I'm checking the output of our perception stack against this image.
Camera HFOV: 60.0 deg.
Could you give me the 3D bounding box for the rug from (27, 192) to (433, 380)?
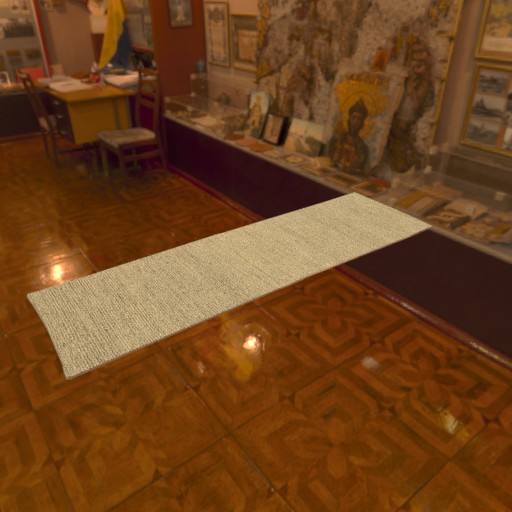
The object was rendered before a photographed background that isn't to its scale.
[{"bbox_3d":[0.000,0.000,2.544,2.320,0.032,0.692,-20,36,-29],"label":"rug"}]
